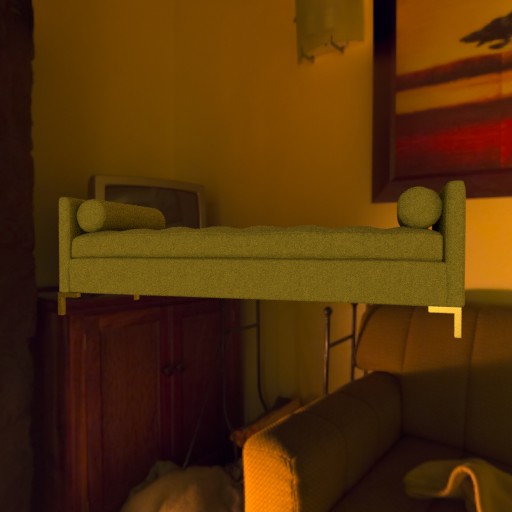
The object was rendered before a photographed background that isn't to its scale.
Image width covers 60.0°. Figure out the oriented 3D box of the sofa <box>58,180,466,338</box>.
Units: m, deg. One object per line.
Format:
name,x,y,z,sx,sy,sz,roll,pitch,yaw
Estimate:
sofa,0.000,0.000,2.528,2.102,0.657,0.797,0,1,18
